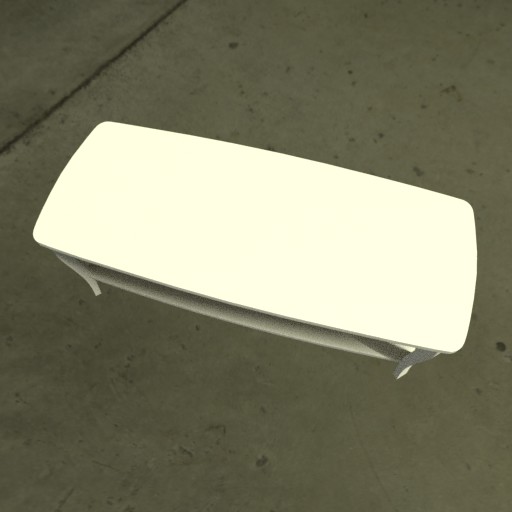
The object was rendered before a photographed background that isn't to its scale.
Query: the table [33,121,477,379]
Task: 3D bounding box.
[{"bbox_3d":[0.000,0.000,1.583,1.334,0.474,0.561,14,63,7],"label":"table"}]
